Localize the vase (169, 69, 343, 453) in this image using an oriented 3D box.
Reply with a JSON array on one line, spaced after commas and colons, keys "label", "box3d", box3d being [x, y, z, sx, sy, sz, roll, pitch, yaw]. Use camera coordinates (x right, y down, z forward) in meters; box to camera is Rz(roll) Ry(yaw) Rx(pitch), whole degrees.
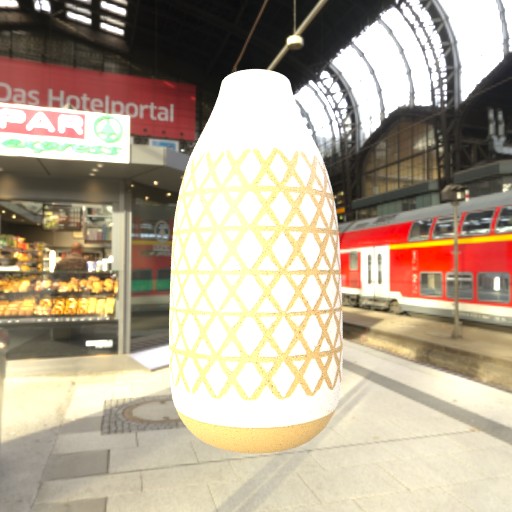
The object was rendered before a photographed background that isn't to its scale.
[{"label": "vase", "box3d": [0.000, 0.000, 0.485, 0.186, 0.380, 0.186, 0, -1, 0]}]
